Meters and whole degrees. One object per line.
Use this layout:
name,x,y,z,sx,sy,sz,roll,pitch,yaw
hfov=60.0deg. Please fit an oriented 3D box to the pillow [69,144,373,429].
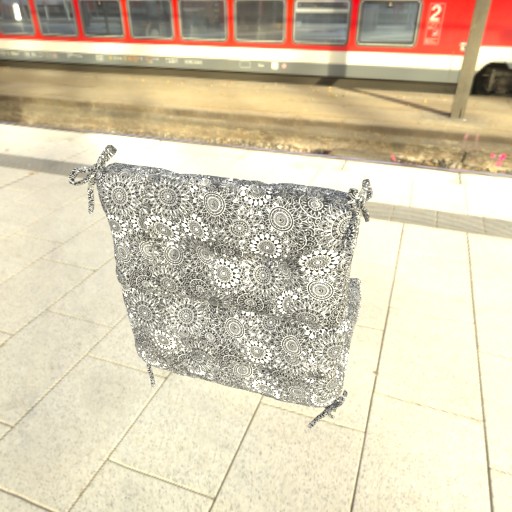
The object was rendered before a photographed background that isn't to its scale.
pillow,0.000,0.000,1.042,0.519,0.605,0.571,10,32,16
